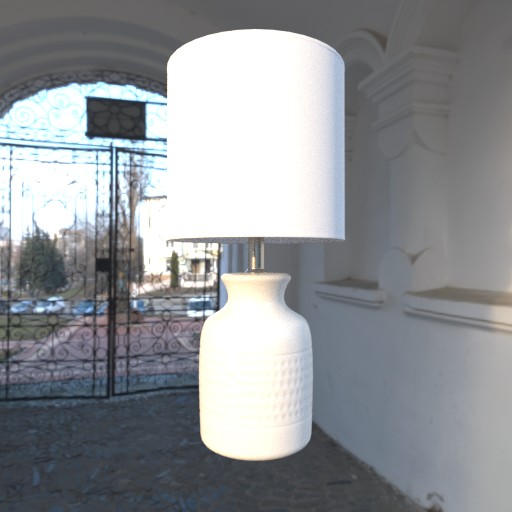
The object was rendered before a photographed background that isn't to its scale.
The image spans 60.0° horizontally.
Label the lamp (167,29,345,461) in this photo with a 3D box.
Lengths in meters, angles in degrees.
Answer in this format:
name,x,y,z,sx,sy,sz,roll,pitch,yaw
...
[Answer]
name,x,y,z,sx,sy,sz,roll,pitch,yaw
lamp,0.000,0.000,0.477,0.188,0.392,0.188,0,0,0
